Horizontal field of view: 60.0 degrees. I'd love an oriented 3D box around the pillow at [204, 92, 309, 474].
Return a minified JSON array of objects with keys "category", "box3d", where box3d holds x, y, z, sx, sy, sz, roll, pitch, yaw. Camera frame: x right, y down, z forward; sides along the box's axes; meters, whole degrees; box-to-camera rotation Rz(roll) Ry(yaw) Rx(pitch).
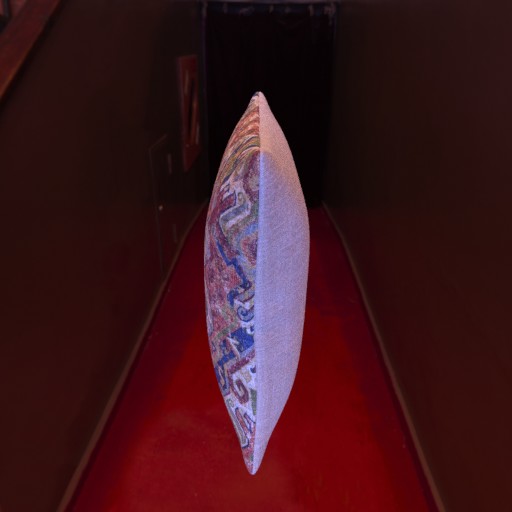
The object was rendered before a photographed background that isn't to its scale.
[{"category":"pillow","box3d":[0.000,0.000,0.802,0.166,0.506,0.523,0,27,0]}]
